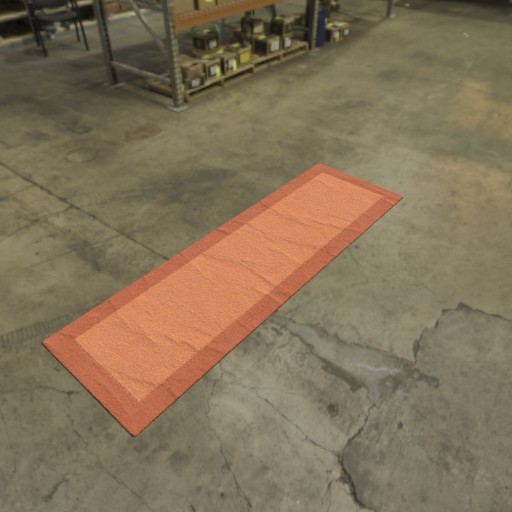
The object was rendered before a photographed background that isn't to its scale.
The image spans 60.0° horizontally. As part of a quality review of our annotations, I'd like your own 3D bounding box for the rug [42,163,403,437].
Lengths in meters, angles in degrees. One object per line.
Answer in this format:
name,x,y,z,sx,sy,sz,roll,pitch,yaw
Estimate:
rug,0.000,0.000,2.731,0.914,0.013,2.471,26,47,27
